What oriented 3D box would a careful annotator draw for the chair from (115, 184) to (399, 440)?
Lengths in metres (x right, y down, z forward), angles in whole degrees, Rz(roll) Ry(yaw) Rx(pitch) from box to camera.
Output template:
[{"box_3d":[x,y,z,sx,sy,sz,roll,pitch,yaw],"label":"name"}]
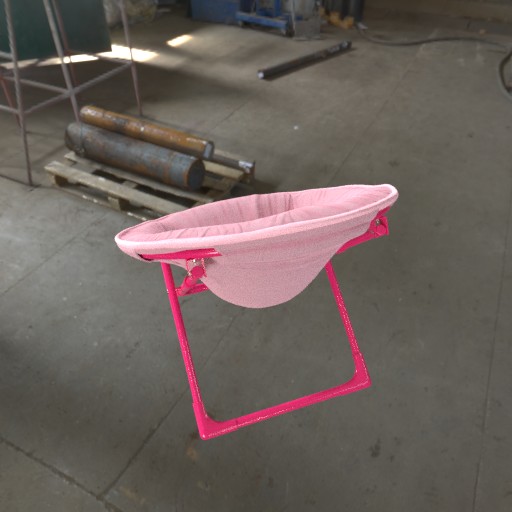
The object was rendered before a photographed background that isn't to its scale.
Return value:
[{"box_3d":[0.000,0.000,0.915,0.522,0.494,0.459,-13,43,-14],"label":"chair"}]
